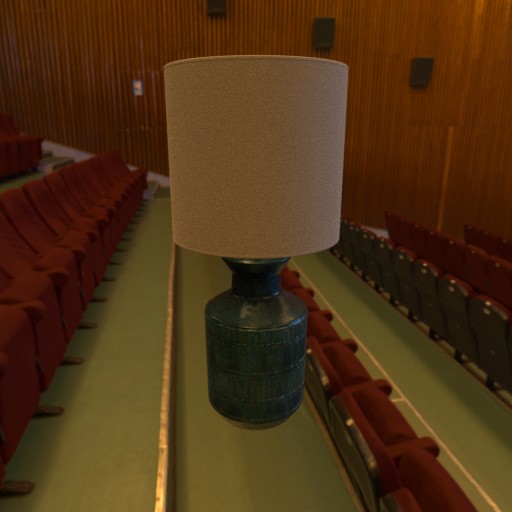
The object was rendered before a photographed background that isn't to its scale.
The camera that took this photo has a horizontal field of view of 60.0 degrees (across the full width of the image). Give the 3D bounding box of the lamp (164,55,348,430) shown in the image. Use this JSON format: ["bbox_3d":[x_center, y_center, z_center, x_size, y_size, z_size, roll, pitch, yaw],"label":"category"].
[{"bbox_3d":[0.000,0.000,0.581,0.211,0.455,0.211,-3,17,-9],"label":"lamp"}]
